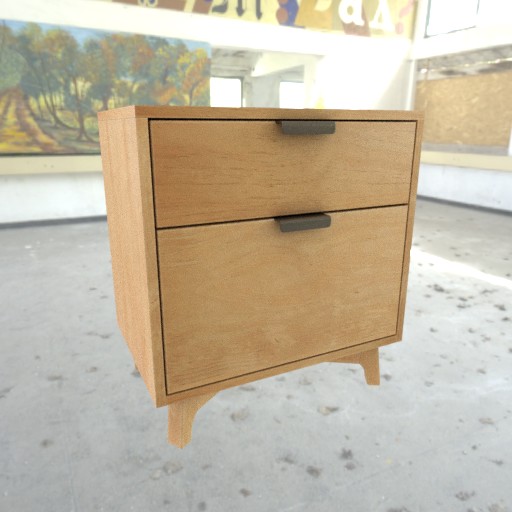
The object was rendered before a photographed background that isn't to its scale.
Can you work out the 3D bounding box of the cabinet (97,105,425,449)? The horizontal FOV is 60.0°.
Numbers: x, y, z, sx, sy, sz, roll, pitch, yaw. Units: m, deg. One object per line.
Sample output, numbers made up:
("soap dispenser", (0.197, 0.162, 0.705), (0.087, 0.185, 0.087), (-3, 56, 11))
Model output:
("cabinet", (0.000, 0.000, 0.966), (0.551, 0.599, 0.394), (-8, 18, -25))
